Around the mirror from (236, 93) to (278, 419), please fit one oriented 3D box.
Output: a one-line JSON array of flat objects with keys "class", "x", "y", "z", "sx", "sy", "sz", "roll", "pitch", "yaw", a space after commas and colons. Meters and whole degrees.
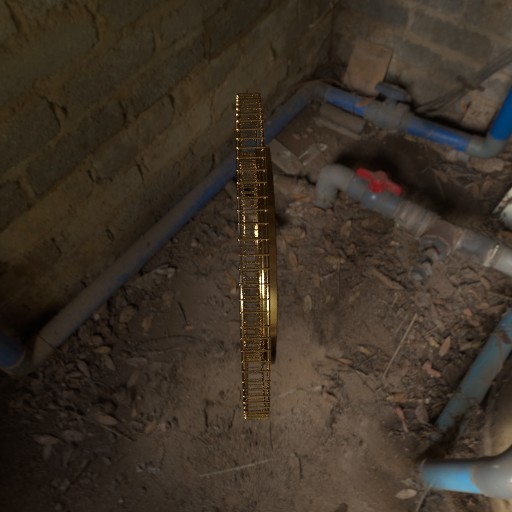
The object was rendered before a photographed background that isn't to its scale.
[{"class": "mirror", "x": 0.000, "y": 0.000, "z": 1.017, "sx": 0.067, "sy": 0.703, "sz": 0.703, "roll": -1, "pitch": 60, "yaw": -1}]
